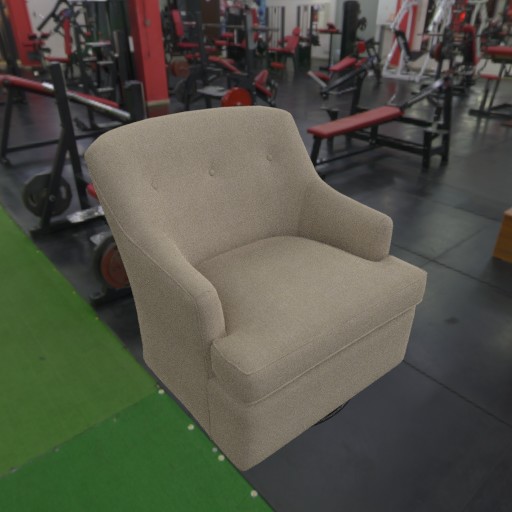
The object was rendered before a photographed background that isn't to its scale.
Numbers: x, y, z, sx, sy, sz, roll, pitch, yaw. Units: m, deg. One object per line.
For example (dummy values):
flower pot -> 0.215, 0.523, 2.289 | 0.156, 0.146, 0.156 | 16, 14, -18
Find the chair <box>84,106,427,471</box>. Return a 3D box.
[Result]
chair -> 0.000, 0.000, 1.570 | 0.864, 0.856, 0.923 | -21, 36, -32
